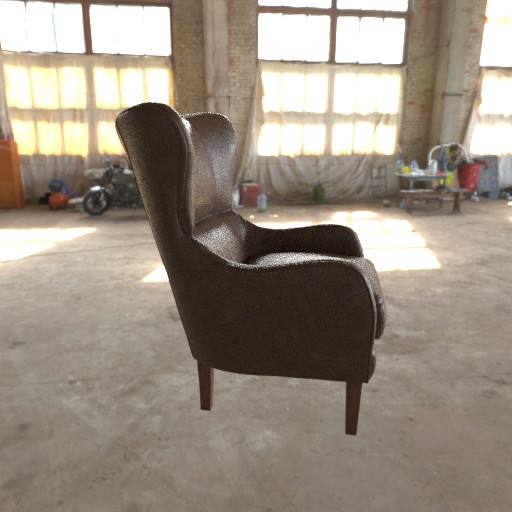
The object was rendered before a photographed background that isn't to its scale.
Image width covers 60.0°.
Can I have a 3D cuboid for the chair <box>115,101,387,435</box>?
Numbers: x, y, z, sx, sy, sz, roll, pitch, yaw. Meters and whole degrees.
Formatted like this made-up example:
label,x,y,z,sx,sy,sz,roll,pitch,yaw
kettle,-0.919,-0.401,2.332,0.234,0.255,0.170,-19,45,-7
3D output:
label,x,y,z,sx,sy,sz,roll,pitch,yaw
chair,0.000,0.000,1.644,0.914,1.048,0.692,3,15,10
